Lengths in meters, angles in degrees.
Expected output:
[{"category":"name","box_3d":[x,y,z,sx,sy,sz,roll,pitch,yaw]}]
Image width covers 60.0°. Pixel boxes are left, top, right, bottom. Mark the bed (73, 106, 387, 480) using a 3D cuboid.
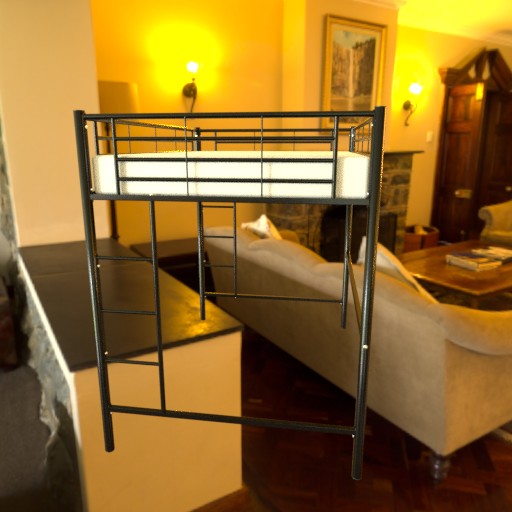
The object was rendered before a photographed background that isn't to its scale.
[{"category":"bed","box_3d":[0.000,0.000,3.083,1.397,1.803,1.994,2,14,9]}]
